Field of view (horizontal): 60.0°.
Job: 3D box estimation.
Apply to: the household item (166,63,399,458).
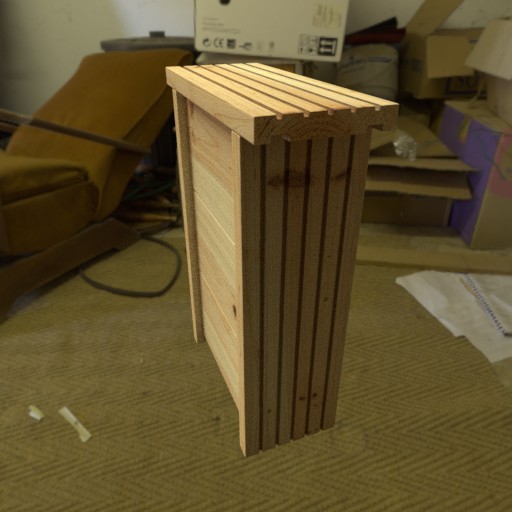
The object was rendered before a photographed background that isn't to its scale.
[{"bbox_3d":[0.000,0.000,0.549,0.123,0.407,0.301,-11,31,-19],"label":"household item"}]
